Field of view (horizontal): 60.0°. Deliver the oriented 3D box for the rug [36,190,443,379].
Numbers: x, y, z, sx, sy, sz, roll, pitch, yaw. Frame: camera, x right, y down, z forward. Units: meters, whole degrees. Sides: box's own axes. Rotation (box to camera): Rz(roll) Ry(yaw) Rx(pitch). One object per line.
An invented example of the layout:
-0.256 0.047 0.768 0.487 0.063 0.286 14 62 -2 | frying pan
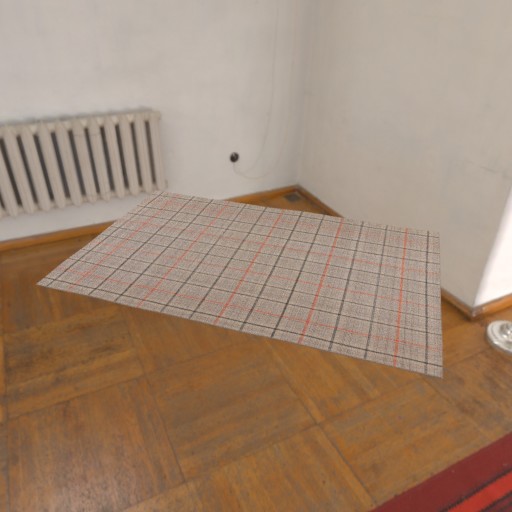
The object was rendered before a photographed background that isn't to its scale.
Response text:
0.000 0.000 3.100 2.439 0.015 1.524 10 34 16 | rug
